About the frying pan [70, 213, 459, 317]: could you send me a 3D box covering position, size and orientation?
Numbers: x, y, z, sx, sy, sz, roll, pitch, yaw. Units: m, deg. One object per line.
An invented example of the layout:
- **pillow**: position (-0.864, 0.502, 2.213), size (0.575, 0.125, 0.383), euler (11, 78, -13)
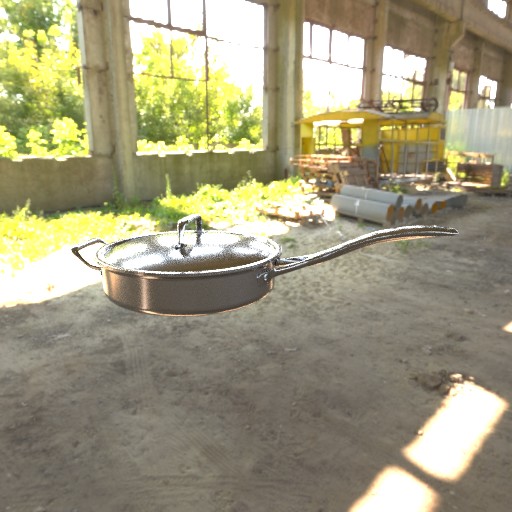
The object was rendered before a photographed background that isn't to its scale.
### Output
- **frying pan**: position (0.000, 0.000, 0.662), size (0.561, 0.114, 0.280), euler (2, 14, 9)
